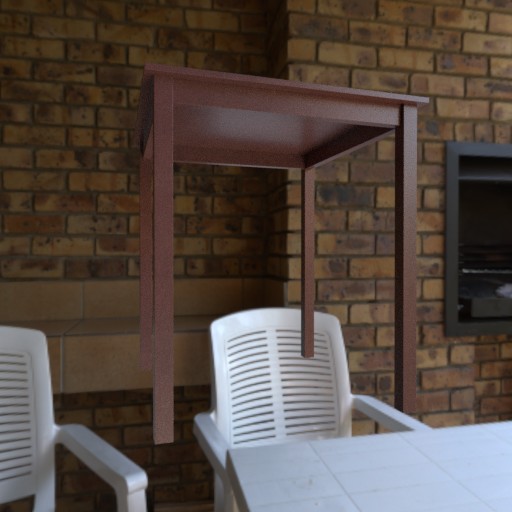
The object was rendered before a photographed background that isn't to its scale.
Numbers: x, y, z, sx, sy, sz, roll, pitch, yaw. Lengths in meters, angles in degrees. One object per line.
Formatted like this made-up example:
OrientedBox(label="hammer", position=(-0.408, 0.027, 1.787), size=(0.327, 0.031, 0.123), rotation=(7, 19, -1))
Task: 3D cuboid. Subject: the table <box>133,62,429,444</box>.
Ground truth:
OrientedBox(label="table", position=(0.000, 0.000, 1.667), size=(0.861, 0.991, 0.861), rotation=(0, 0, -17))
